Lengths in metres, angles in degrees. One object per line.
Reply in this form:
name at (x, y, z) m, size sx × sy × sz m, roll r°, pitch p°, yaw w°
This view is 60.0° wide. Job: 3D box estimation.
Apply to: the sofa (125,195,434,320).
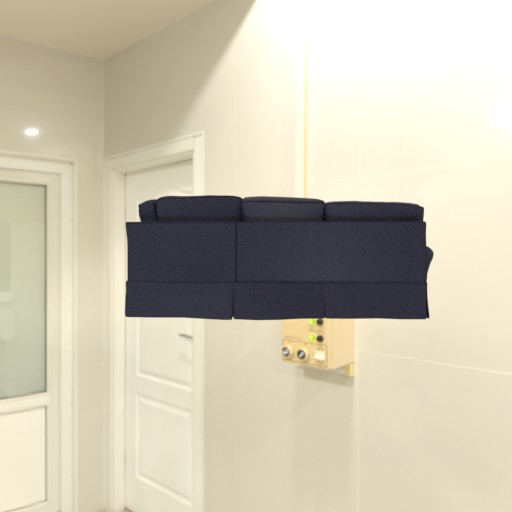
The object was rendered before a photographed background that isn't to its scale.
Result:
sofa at (0.000, 0.000, 5.000) m, size 3.773 × 1.169 × 2.874 m, roll 0°, pitch 0°, yaw 34°
